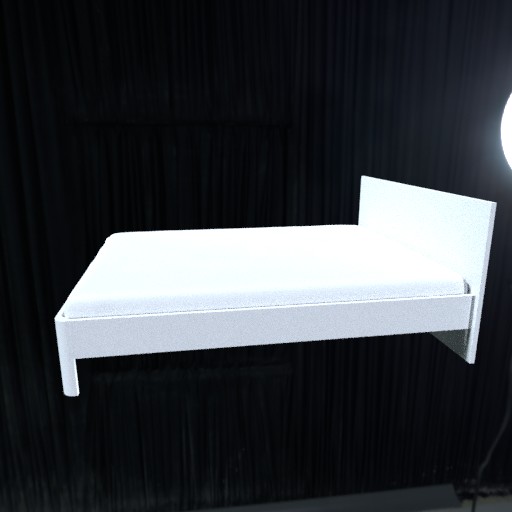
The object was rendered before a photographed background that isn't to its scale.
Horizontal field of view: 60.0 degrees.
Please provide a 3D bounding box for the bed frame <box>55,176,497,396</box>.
[{"bbox_3d":[0.000,0.000,2.656,1.950,0.800,1.490,-2,15,-9],"label":"bed frame"}]
